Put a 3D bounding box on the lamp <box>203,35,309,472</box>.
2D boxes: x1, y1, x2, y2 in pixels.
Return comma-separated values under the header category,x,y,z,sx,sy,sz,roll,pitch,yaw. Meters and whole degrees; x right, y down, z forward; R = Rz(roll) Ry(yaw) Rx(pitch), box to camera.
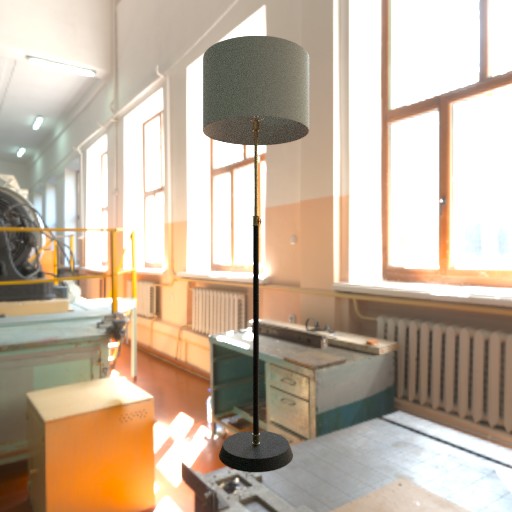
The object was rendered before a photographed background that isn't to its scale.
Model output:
category,x,y,z,sx,sy,sz,roll,pitch,yaw
lamp,0.000,0.000,1.694,0.404,1.517,0.404,0,0,0
